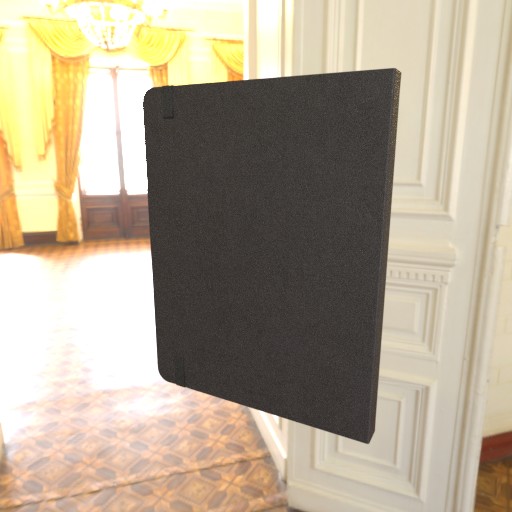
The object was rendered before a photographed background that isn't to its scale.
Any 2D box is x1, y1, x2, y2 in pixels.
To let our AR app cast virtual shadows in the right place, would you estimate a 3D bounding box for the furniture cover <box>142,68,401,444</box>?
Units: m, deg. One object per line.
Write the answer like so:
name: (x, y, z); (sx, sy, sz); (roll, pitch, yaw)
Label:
furniture cover: (0.000, 0.000, 0.378); (0.216, 0.281, 0.023); (7, 16, 28)
